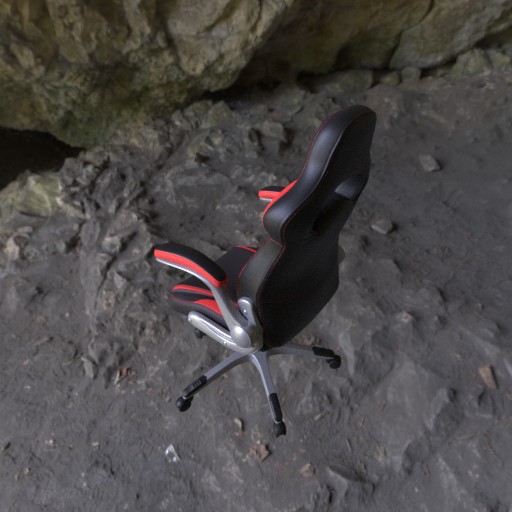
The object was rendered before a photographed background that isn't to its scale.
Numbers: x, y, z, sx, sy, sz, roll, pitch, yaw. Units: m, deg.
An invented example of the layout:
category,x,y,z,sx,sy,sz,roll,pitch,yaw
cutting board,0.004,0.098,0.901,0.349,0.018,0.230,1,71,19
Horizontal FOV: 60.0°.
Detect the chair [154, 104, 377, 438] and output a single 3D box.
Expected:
category,x,y,z,sx,sy,sz,roll,pitch,yaw
chair,0.000,0.000,1.638,0.712,1.165,0.758,22,39,30
